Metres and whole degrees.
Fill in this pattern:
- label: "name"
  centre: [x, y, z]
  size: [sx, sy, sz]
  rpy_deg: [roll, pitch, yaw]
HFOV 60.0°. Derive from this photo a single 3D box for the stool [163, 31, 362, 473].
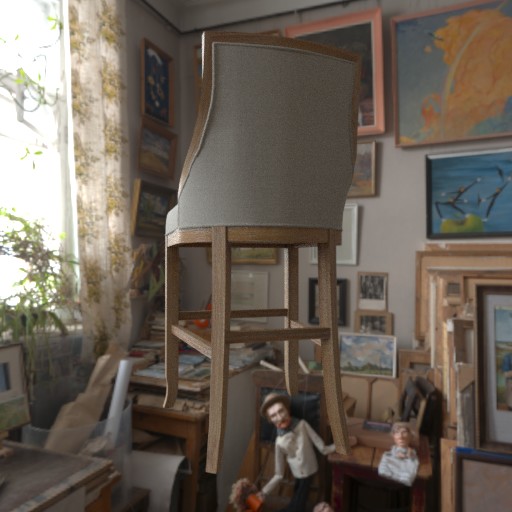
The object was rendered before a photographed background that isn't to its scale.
- label: "stool"
  centre: [0.000, 0.000, 1.409]
  size: [0.524, 1.101, 0.626]
  rpy_deg: [0, -1, -17]
